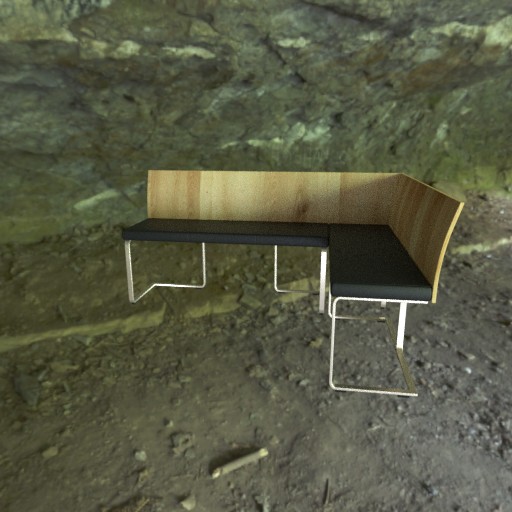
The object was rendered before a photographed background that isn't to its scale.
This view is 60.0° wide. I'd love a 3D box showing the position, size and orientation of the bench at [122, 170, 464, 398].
[{"bbox_3d":[0.000,0.000,2.779,1.945,0.930,1.495,2,15,8],"label":"bench"}]
